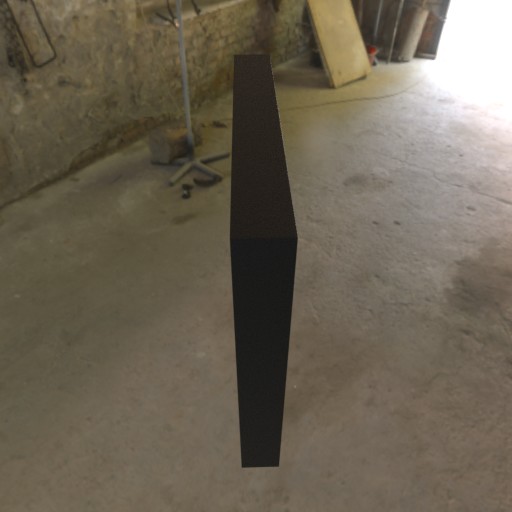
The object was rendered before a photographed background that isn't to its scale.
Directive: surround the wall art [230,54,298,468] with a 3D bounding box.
[{"bbox_3d":[0.000,0.000,0.461,0.038,0.304,0.305,-1,42,-1],"label":"wall art"}]
